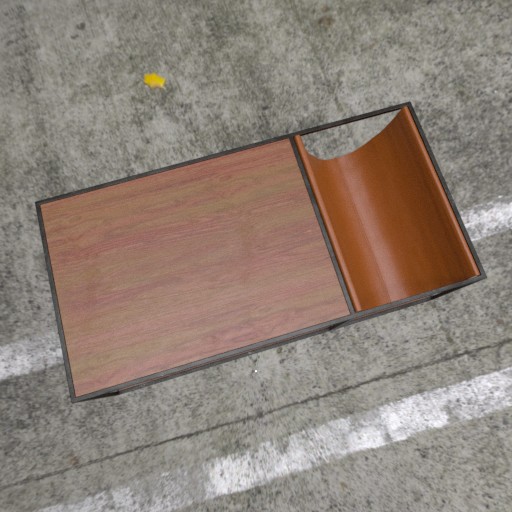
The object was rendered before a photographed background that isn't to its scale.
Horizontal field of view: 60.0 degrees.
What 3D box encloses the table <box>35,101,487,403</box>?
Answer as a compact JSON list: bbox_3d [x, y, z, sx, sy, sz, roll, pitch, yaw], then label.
[{"bbox_3d":[0.000,0.000,1.483,1.199,0.403,0.597,-16,76,-4],"label":"table"}]
